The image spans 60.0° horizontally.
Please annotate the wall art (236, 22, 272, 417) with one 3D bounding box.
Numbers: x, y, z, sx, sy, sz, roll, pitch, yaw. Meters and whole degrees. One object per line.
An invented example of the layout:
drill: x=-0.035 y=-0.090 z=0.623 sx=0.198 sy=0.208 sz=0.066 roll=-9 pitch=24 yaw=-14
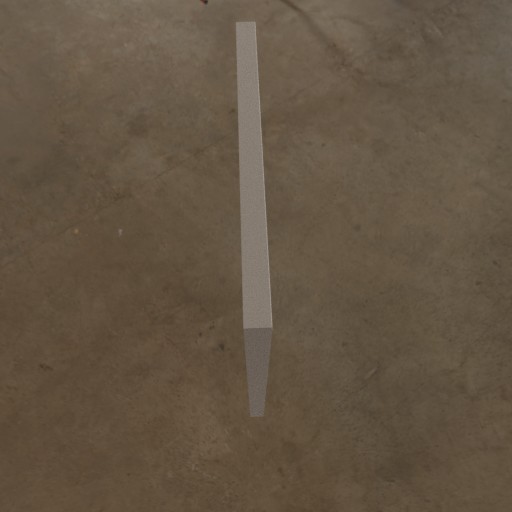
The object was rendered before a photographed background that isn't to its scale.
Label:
wall art: x=0.000 y=0.000 z=1.044 sx=0.055 sy=0.763 sz=0.611 roll=-2 pitch=62 yaw=-1
